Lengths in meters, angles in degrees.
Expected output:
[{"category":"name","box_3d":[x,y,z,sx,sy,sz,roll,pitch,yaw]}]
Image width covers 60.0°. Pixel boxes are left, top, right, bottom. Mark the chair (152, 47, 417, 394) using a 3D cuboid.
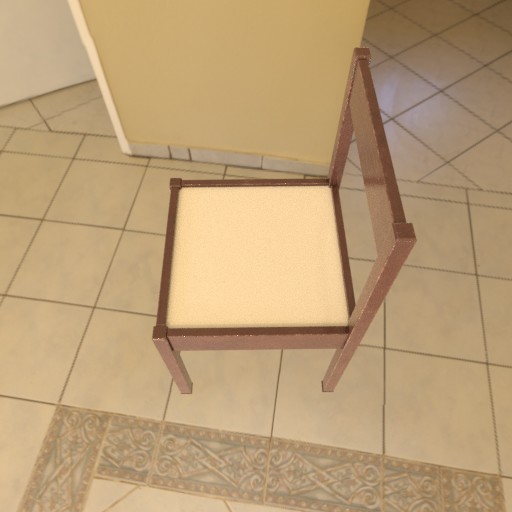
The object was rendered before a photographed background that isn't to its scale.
[{"category":"chair","box_3d":[0.000,0.000,0.679,0.285,0.505,0.285,-1,58,0]}]
